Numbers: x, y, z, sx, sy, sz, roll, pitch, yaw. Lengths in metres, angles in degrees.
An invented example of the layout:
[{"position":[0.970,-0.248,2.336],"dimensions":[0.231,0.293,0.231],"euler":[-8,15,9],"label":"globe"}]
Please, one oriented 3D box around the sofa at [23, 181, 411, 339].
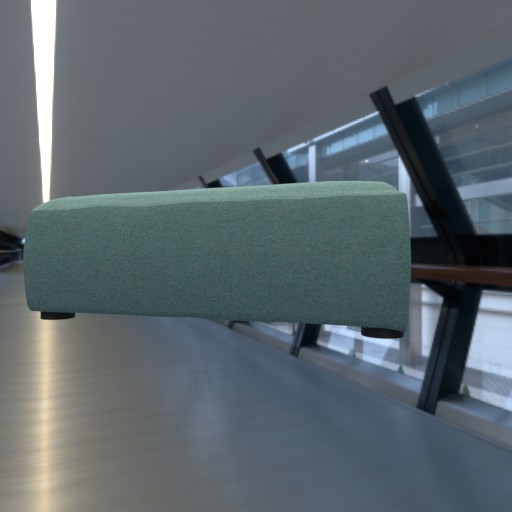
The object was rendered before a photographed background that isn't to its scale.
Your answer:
[{"position":[0.000,0.000,1.413],"dimensions":[0.930,0.330,0.930],"euler":[0,-1,19],"label":"sofa"}]
